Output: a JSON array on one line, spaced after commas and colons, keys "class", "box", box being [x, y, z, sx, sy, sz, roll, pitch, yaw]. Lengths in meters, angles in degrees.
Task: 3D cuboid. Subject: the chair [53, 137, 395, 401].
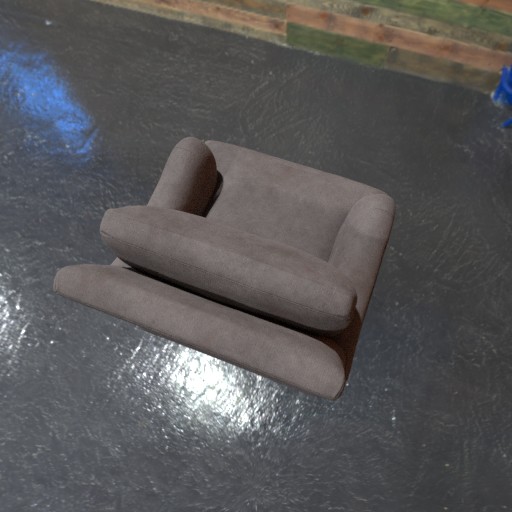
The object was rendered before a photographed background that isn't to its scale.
[{"class": "chair", "box": [0.000, 0.000, 1.826, 0.955, 0.997, 1.070, 19, 64, 10]}]
